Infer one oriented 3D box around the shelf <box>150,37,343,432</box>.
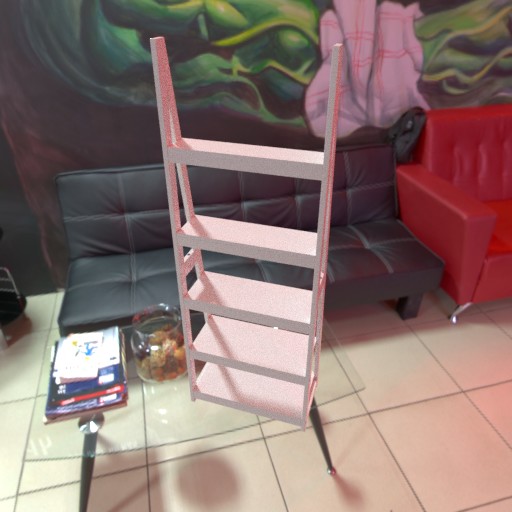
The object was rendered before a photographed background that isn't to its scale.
[{"bbox_3d":[0.000,0.000,1.997,0.636,1.779,0.341,10,33,15],"label":"shelf"}]
